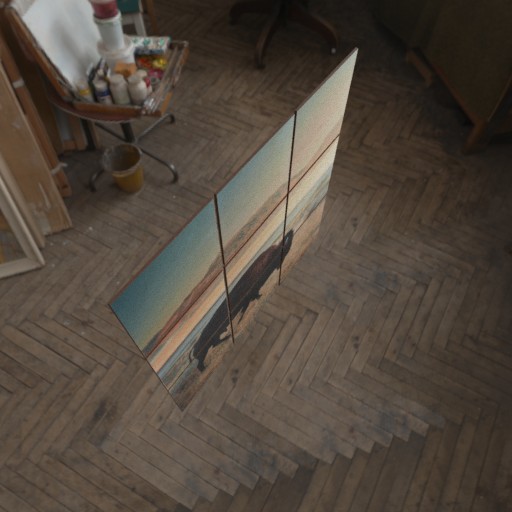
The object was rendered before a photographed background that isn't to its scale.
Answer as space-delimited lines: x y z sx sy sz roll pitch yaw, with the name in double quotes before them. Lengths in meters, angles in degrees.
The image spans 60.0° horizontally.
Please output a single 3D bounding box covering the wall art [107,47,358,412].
"wall art" 0.000 0.000 2.311 0.019 1.532 1.533 32 64 17
